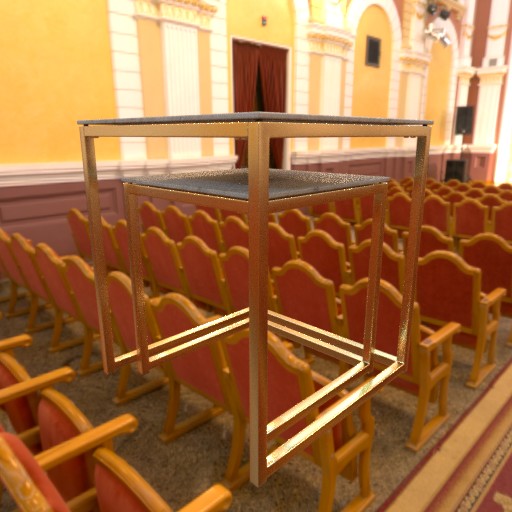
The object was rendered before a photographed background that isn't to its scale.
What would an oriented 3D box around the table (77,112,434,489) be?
[{"bbox_3d":[0.000,0.000,0.854,0.450,0.500,0.450,15,21,42],"label":"table"}]
